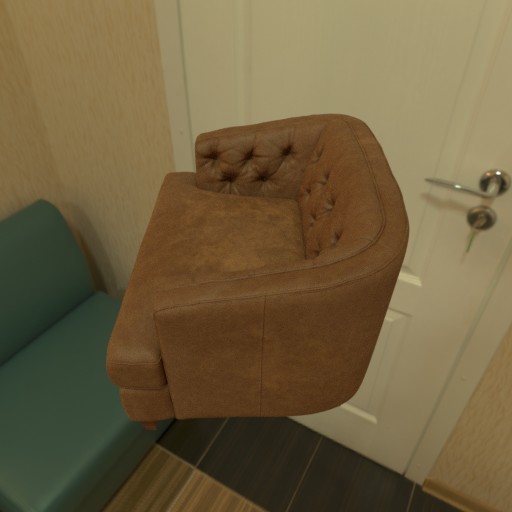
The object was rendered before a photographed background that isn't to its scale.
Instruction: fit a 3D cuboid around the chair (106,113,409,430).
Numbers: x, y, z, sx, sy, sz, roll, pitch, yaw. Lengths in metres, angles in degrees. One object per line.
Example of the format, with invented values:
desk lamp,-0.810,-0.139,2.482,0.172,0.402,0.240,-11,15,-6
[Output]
chair,0.000,0.000,1.742,0.911,0.836,1.119,0,40,0
